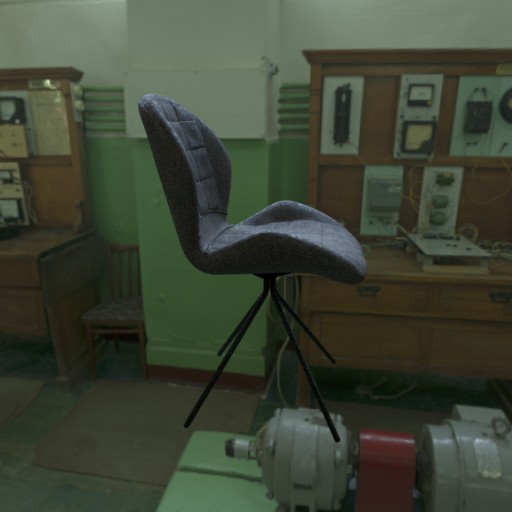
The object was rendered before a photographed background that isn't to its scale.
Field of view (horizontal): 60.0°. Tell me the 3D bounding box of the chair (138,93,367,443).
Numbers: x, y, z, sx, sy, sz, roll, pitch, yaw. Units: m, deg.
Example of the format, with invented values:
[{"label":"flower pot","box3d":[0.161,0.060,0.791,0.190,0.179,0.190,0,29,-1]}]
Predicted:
[{"label":"chair","box3d":[0.000,0.000,1.347,0.640,0.934,0.527,2,16,8]}]
